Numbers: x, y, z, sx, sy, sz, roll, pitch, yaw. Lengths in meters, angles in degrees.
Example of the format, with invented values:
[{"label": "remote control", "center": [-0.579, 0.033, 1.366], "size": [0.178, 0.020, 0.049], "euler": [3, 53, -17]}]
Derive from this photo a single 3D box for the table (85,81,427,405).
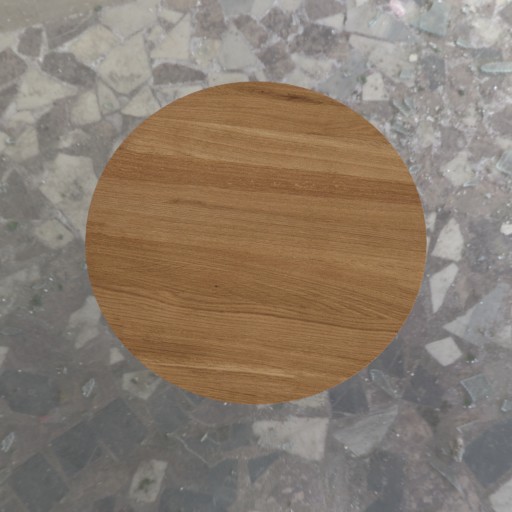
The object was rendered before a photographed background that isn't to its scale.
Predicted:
[{"label": "table", "center": [0.000, 0.000, 1.673], "size": [1.038, 0.666, 1.038], "euler": [0, 74, 0]}]
